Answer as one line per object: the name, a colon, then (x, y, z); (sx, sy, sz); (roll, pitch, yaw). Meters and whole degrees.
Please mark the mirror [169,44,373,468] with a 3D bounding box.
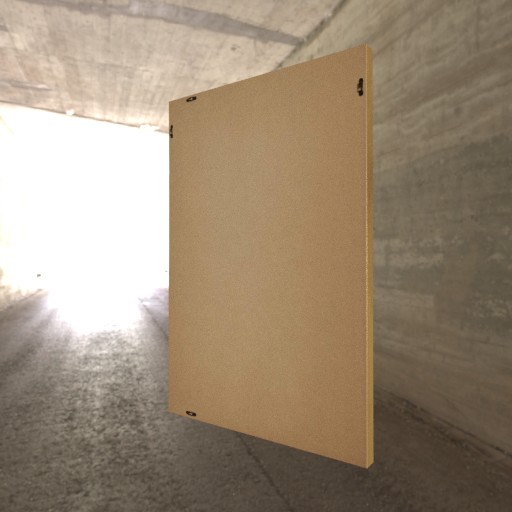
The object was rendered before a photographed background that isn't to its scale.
mirror: (0.000, 0.000, 1.143); (0.609, 0.915, 0.041); (0, 0, 35)
